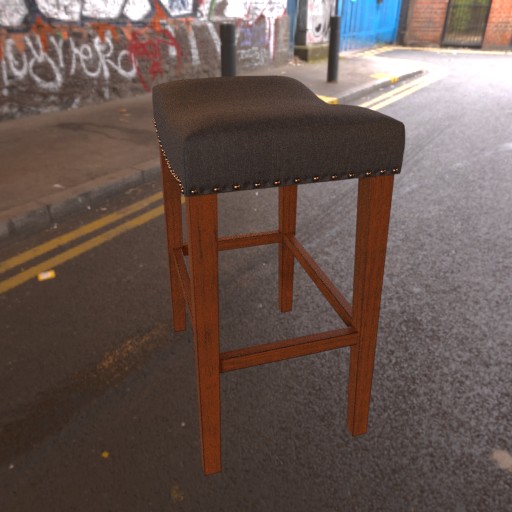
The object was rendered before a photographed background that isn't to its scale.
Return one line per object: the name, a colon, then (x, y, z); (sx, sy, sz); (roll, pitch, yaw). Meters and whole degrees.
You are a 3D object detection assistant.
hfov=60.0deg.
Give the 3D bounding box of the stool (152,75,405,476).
stool: (0.000, 0.000, 0.858); (0.320, 0.612, 0.439); (-8, 31, -14)
